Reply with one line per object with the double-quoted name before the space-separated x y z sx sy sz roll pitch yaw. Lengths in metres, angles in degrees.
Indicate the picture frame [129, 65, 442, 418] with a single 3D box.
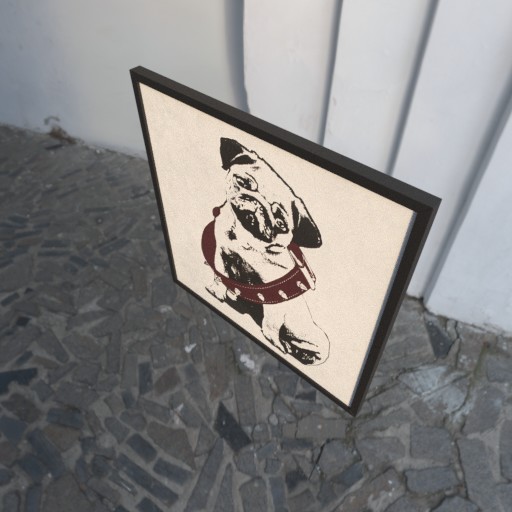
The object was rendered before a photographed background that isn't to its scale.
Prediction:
"picture frame" 0.000 0.000 1.166 0.775 0.775 0.032 32 54 27
